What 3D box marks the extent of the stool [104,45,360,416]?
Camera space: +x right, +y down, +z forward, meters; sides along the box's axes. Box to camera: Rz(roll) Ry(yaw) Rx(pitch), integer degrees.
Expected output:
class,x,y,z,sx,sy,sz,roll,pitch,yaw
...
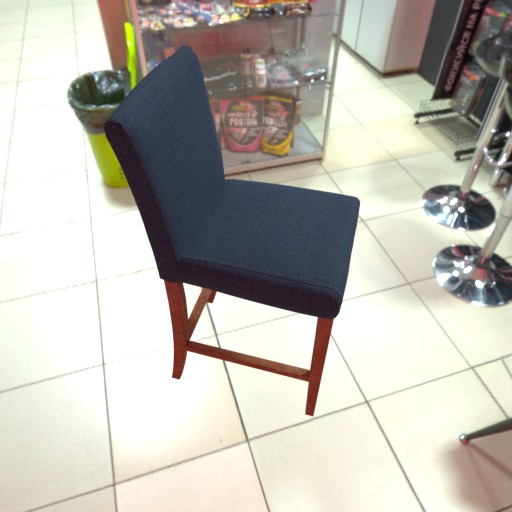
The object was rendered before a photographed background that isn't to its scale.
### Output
class,x,y,z,sx,sy,sz,roll,pitch,yaw
stool,0.000,0.000,1.392,0.574,1.088,0.454,11,47,10
